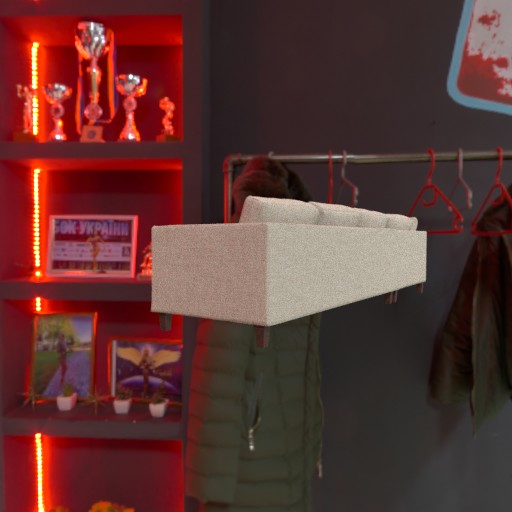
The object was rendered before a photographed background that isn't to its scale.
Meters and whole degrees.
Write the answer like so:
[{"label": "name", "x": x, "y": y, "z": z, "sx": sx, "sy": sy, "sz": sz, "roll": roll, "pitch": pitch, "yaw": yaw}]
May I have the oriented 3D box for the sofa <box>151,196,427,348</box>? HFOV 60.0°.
[{"label": "sofa", "x": 0.000, "y": 0.000, "z": 4.345, "sx": 2.432, "sy": 0.863, "sz": 3.182, "roll": 2, "pitch": 3, "yaw": 36}]
